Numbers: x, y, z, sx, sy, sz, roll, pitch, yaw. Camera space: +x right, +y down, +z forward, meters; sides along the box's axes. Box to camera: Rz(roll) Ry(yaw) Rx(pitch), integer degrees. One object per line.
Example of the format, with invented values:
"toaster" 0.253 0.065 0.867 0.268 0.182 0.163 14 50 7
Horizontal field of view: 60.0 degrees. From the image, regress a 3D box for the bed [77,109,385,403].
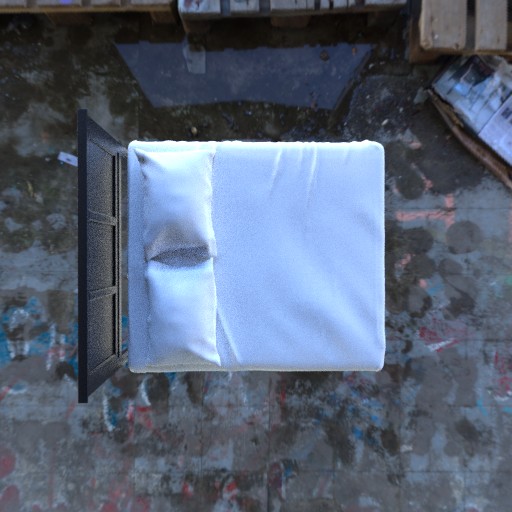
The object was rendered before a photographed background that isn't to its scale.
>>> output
"bed" 0.000 0.000 3.138 2.050 1.270 1.870 0 90 -1
